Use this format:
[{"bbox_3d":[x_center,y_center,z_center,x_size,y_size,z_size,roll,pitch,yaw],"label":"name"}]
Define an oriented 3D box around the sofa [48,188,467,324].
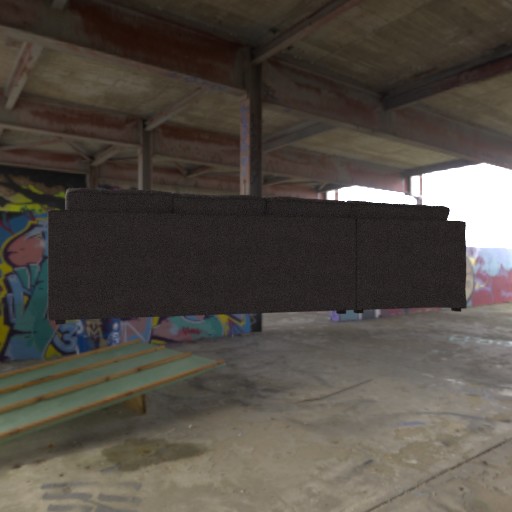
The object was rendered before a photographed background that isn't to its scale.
[{"bbox_3d":[0.000,0.000,3.997,3.205,0.922,1.650,0,0,-16],"label":"sofa"}]
